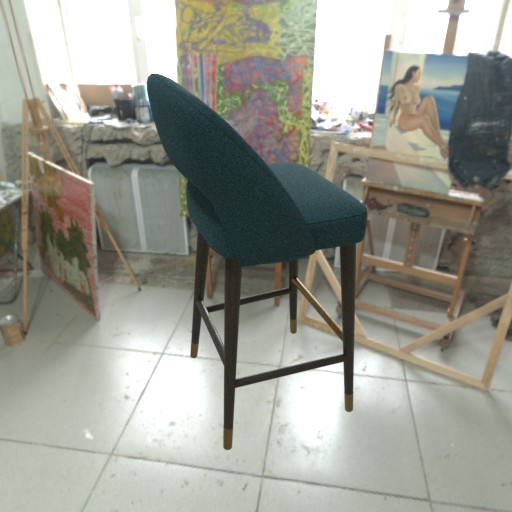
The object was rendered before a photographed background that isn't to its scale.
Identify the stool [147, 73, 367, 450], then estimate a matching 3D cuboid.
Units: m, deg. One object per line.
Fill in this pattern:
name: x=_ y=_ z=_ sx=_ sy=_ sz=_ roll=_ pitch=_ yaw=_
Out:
stool: x=0.000 y=0.000 z=1.331 sx=0.522 sy=1.032 sz=0.536 roll=-10 pitch=30 yaw=-18
